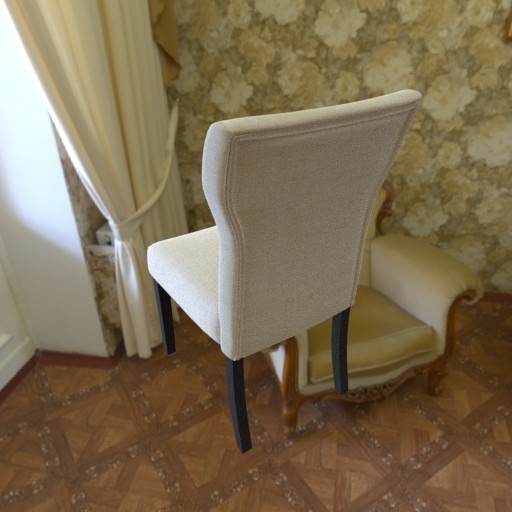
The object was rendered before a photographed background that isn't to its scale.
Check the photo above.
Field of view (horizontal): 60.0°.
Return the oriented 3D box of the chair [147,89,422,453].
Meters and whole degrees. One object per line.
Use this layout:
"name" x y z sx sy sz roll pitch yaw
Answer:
"chair" 0.000 0.000 1.256 0.509 0.921 0.597 -19 35 -29
